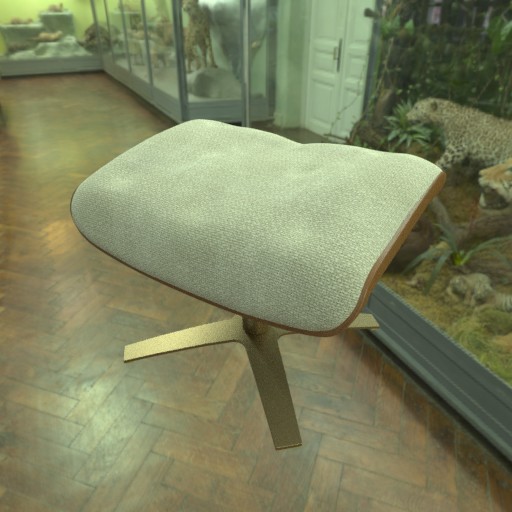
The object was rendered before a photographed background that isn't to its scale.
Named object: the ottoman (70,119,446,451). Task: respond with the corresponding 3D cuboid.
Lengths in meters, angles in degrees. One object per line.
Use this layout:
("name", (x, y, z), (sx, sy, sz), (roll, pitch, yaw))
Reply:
("ottoman", (0.000, 0.000, 0.800), (0.520, 0.391, 0.394), (19, 35, 29))
